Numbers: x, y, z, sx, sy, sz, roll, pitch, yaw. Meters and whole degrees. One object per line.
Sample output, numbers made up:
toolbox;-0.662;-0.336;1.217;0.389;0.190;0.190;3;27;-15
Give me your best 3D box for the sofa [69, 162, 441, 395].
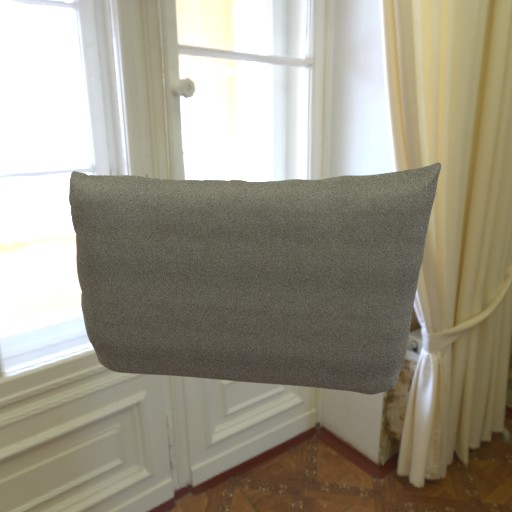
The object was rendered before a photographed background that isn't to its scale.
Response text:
sofa;0.000;0.000;1.746;1.144;0.795;0.847;2;17;8
